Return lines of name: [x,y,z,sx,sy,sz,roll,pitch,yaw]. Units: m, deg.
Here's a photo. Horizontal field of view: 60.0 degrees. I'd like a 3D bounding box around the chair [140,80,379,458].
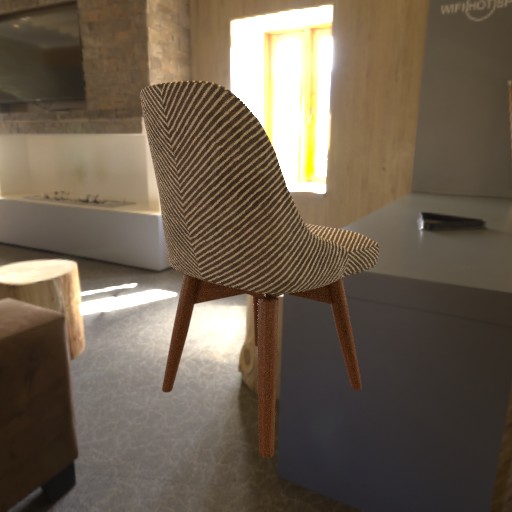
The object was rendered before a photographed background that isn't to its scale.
chair: [0.000,0.000,1.268,0.504,0.883,0.591,14,21,42]
